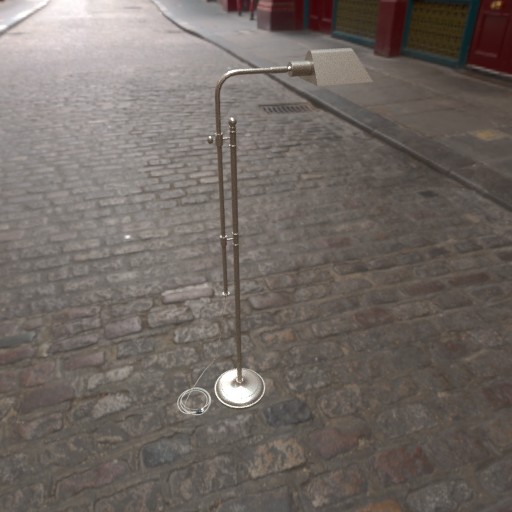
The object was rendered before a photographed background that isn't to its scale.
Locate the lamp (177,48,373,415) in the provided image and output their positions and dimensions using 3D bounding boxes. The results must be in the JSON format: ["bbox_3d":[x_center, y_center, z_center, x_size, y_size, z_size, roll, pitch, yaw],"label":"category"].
[{"bbox_3d":[0.000,0.000,1.869,0.813,1.571,0.256,-10,34,-16],"label":"lamp"}]
